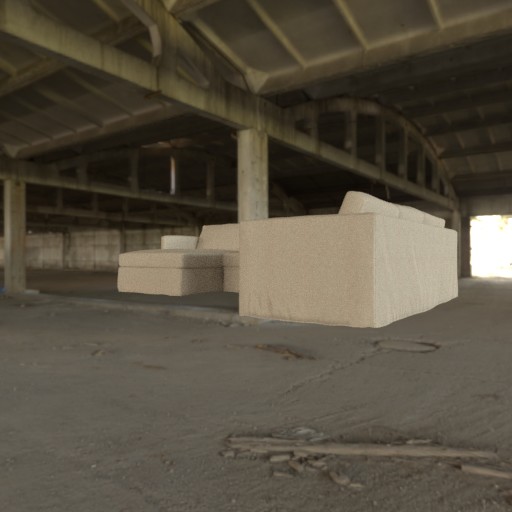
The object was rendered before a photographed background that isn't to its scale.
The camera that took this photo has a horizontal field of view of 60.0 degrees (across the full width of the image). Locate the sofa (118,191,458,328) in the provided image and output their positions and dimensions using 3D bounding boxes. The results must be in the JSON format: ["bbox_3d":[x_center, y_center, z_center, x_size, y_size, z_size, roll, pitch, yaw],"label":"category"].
[{"bbox_3d":[0.000,0.000,4.625,3.528,0.878,2.476,0,0,35],"label":"sofa"}]
